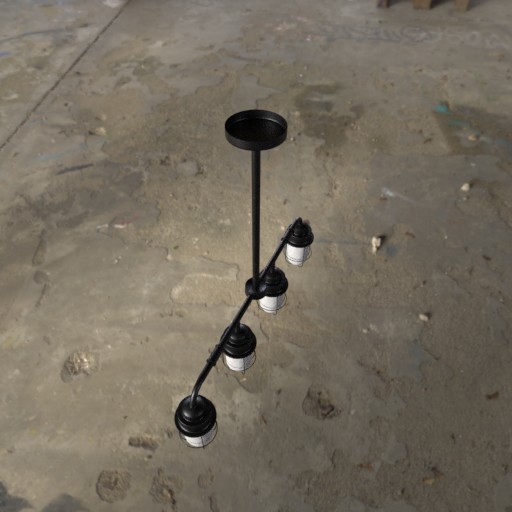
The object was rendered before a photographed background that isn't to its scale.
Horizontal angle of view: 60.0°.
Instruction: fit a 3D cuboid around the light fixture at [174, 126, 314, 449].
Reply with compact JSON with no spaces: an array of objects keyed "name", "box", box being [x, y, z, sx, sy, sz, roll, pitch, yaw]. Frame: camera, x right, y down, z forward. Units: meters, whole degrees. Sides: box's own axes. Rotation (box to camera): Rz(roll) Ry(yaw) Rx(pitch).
[{"name":"light fixture","box":[0.000,0.000,1.204,0.131,0.785,0.852,19,49,17]}]
